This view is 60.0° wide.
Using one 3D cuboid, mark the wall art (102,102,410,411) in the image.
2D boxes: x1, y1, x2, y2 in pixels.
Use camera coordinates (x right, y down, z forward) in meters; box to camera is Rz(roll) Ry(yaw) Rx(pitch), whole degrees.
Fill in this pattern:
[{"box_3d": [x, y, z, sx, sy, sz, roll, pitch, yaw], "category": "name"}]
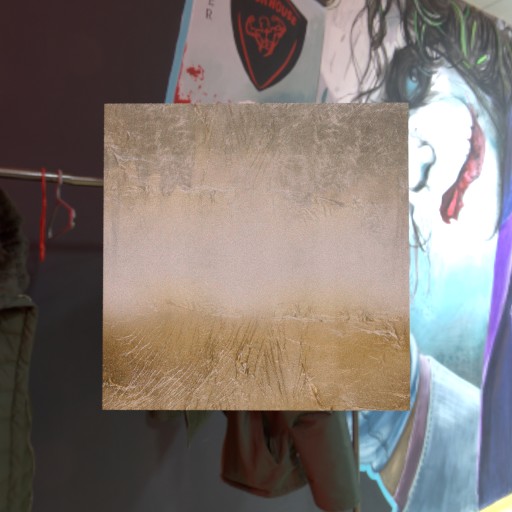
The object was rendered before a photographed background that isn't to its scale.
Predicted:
[{"box_3d": [0.000, 0.000, 0.606, 0.405, 0.407, 0.038, 0, -1, 1], "category": "wall art"}]
